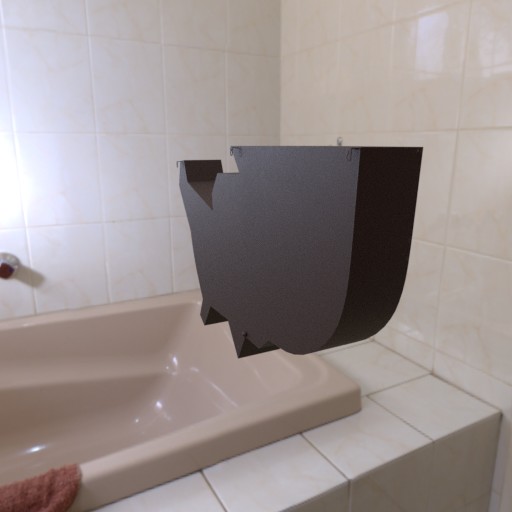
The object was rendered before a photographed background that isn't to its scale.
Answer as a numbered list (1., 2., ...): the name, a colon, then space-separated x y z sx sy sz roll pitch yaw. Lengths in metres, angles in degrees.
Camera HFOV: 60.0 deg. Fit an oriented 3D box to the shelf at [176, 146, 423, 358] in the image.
1. shelf: 0.000 0.000 0.911 0.112 0.439 0.729 -7 16 -26
